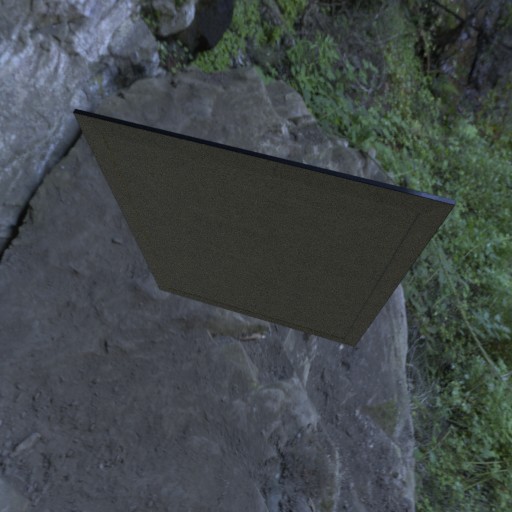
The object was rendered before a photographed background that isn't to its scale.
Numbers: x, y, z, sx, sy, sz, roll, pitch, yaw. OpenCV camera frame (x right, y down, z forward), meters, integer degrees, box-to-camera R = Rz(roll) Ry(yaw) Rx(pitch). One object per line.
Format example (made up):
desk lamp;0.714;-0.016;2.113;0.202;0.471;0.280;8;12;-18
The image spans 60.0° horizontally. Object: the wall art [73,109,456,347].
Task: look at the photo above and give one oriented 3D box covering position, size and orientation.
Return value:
wall art;0.000;0.000;0.630;0.381;0.457;0.023;15;64;8
